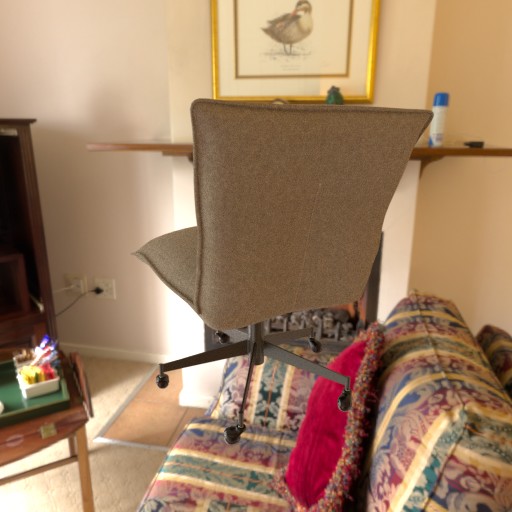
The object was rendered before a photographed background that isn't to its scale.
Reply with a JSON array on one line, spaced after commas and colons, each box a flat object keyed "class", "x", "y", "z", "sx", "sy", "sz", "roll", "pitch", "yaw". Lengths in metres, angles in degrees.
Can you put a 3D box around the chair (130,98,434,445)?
[{"class": "chair", "x": 0.000, "y": 0.000, "z": 1.288, "sx": 0.597, "sy": 0.811, "sz": 0.696, "roll": -8, "pitch": 18, "yaw": -26}]
